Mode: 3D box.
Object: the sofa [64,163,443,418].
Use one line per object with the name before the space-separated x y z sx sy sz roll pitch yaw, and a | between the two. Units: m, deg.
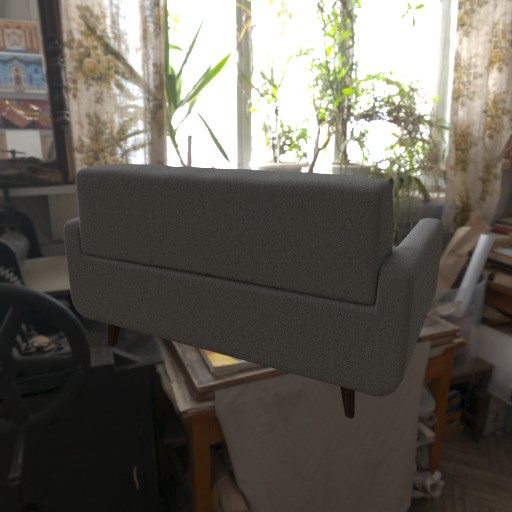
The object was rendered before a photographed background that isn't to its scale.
sofa | 0.000 0.000 2.238 1.651 0.925 0.952 8 18 26
